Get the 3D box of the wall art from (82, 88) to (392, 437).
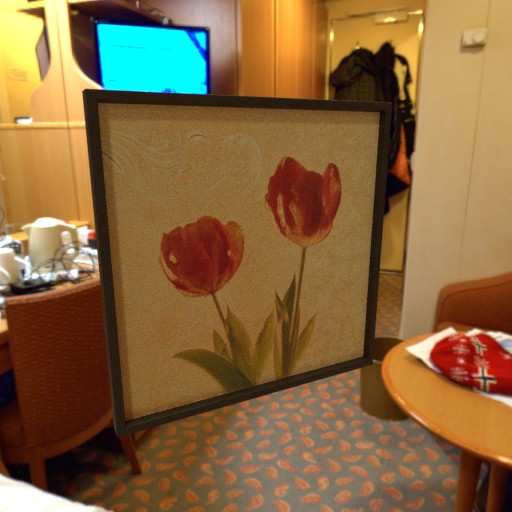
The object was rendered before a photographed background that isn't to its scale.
[{"bbox_3d":[0.000,0.000,0.519,0.349,0.349,0.038,-7,17,-26],"label":"wall art"}]
